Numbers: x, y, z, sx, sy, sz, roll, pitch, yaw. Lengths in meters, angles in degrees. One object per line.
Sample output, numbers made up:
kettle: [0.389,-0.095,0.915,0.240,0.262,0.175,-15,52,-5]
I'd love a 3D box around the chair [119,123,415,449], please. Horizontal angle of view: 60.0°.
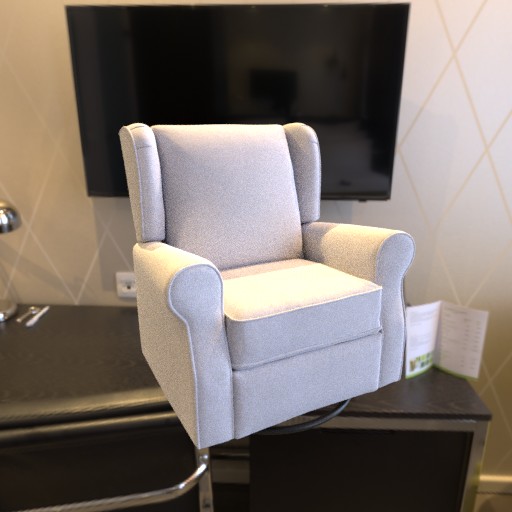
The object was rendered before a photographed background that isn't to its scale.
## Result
chair: [0.000,0.000,1.687,0.906,0.967,0.854,-9,19,-26]
